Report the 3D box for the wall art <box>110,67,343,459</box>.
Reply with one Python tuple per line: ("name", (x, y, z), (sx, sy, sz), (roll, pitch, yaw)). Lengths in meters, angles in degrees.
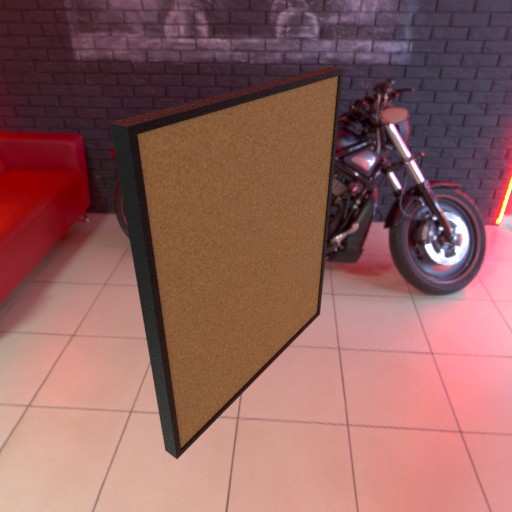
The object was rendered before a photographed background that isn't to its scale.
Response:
("wall art", (0.000, 0.000, 0.530), (0.019, 0.381, 0.330), (21, 37, 31))
